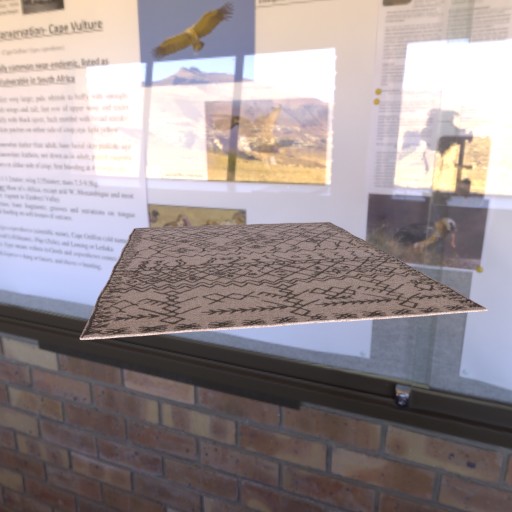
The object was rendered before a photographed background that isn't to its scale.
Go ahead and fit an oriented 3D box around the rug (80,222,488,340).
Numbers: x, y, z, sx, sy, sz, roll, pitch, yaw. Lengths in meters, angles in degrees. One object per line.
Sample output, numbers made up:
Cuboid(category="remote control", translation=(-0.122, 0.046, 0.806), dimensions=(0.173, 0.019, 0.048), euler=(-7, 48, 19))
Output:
Cuboid(category="rug", translation=(0.000, 0.000, 3.215), dimensions=(1.964, 0.025, 2.455), euler=(-3, 15, -9))
